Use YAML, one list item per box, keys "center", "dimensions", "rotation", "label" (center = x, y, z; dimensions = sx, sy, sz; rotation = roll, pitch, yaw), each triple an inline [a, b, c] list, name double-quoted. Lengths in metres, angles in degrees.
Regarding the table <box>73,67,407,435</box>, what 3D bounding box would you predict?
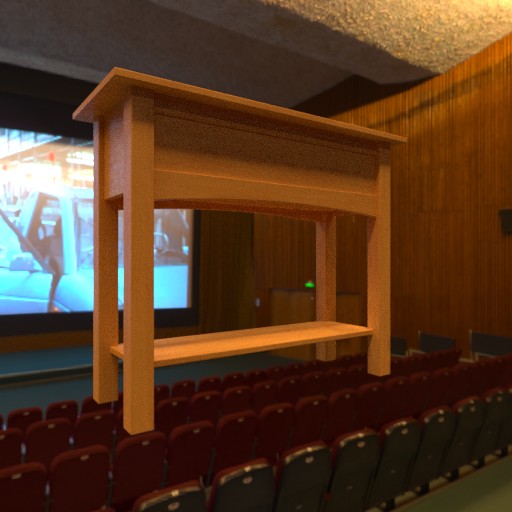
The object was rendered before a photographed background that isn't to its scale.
- center: [0.000, 0.000, 1.246]
  dimensions: [0.900, 0.728, 0.340]
  rotation: [0, 0, -35]
  label: "table"
